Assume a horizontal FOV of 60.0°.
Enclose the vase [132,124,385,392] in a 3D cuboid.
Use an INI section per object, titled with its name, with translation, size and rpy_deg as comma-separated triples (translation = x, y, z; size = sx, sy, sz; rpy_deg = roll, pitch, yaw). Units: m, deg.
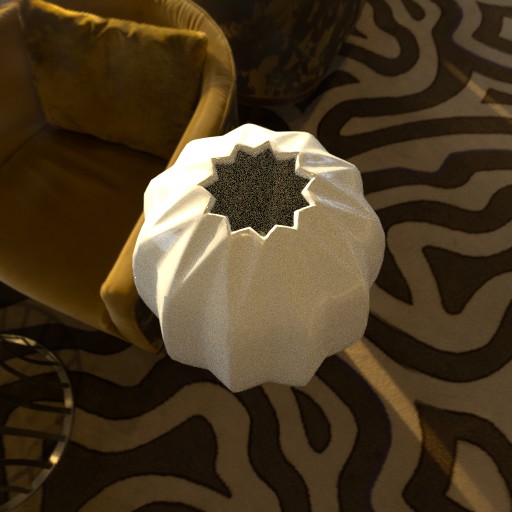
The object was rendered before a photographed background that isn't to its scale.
[vase]
translation = 0.000, 0.000, 0.247
size = 0.139, 0.134, 0.139
rpy_deg = 0, 65, 0
